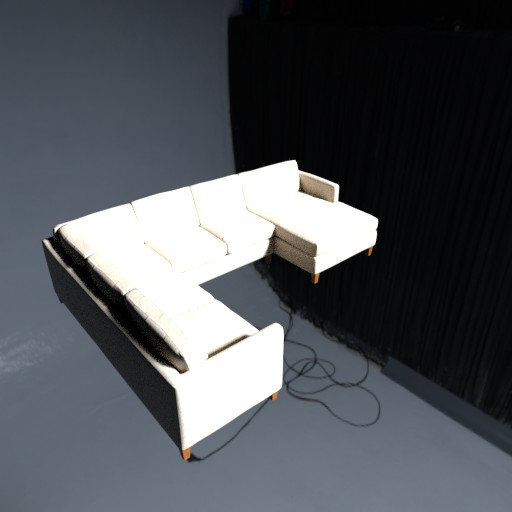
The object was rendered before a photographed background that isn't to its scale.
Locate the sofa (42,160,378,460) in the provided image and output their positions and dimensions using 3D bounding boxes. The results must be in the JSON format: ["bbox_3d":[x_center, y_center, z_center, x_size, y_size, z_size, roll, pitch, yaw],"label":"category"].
[{"bbox_3d":[0.000,0.000,4.620,3.460,0.961,2.594,-23,37,-34],"label":"sofa"}]
